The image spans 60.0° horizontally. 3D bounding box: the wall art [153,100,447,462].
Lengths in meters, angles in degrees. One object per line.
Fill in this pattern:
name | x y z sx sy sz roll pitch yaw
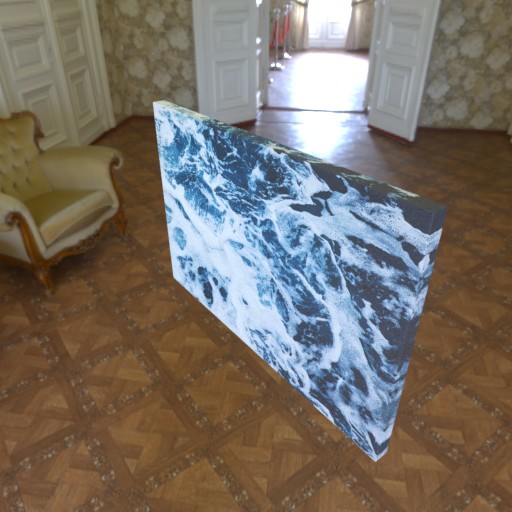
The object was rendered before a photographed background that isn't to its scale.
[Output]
wall art | 0.000 0.000 1.135 0.042 0.610 0.915 -22 38 -32
